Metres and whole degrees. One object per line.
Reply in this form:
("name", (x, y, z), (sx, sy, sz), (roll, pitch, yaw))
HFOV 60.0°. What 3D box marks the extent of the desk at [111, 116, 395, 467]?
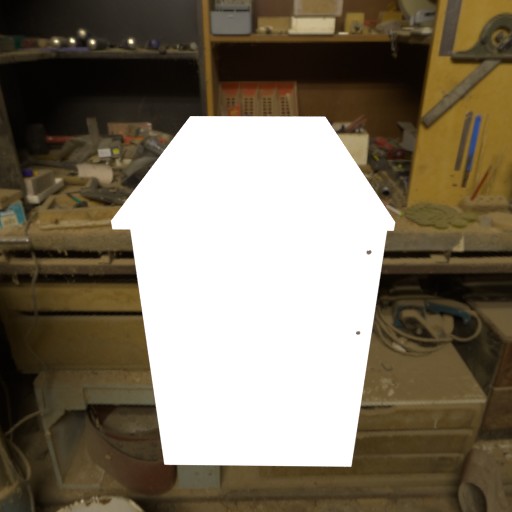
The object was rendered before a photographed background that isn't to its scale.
("desk", (0.000, 0.000, 1.527), (0.560, 0.730, 1.096), (0, 28, 1))
